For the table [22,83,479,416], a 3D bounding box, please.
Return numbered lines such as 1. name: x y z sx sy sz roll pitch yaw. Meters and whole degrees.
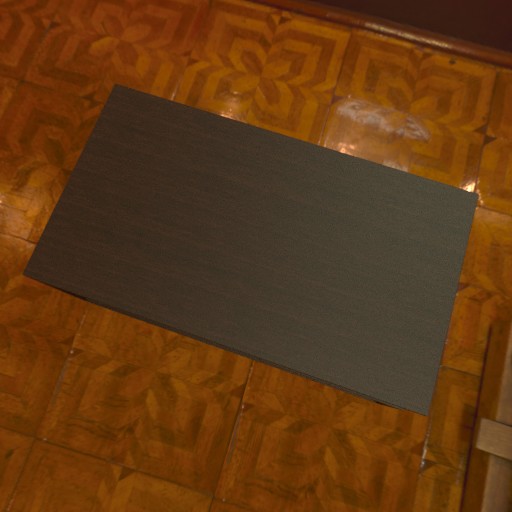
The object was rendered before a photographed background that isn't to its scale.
1. table: 0.000 0.000 1.370 1.050 0.460 0.590 18 76 5
